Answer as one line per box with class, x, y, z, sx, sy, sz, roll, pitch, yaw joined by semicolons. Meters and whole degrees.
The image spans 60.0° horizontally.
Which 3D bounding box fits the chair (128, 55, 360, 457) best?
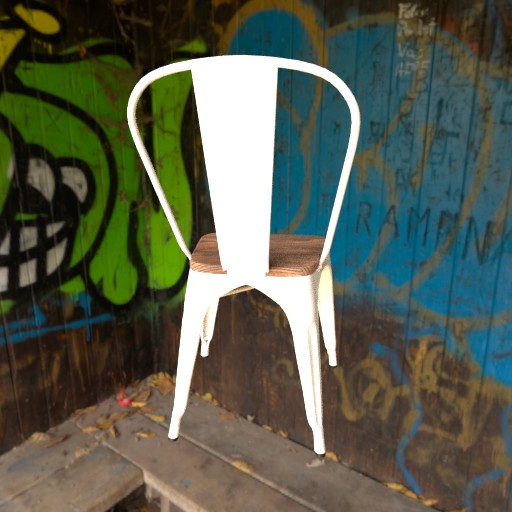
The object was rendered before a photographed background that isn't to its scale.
chair;0.000;0.000;1.119;0.452;0.851;0.521;2;15;8
